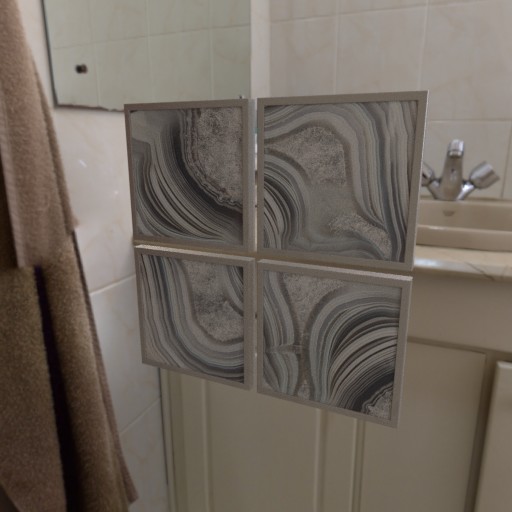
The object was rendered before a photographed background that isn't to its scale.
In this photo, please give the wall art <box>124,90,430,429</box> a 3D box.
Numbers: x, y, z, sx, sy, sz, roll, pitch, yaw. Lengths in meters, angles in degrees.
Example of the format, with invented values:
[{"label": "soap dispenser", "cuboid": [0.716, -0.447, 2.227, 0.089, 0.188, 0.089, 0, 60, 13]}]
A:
[{"label": "wall art", "cuboid": [0.000, 0.000, 0.910, 0.611, 0.611, 0.029, 7, 16, 24]}]
